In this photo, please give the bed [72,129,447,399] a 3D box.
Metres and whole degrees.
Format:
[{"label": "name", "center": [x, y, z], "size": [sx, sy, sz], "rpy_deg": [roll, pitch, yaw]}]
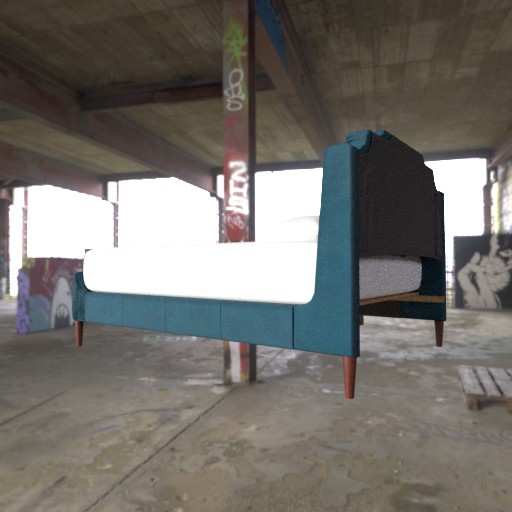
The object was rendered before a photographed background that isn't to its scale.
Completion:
[{"label": "bed", "center": [0.000, 0.000, 3.344], "size": [2.322, 1.351, 1.676], "rpy_deg": [-1, -1, 36]}]
